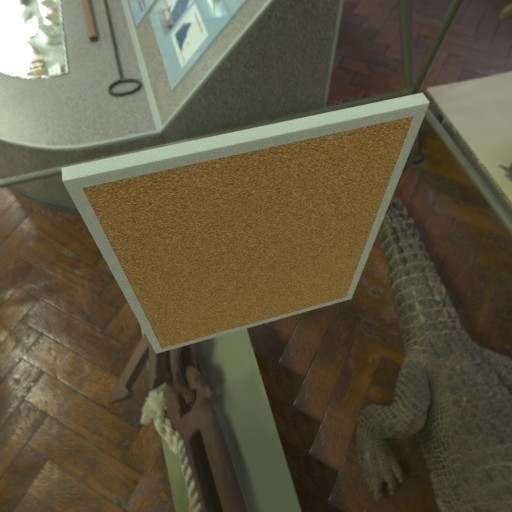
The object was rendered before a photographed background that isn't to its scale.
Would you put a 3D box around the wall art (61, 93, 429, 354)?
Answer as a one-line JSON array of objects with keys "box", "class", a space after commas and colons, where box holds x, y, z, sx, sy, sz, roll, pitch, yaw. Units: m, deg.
[{"box": [0.000, 0.000, 0.745, 0.444, 0.536, 0.020, -14, 59, -9], "class": "wall art"}]
